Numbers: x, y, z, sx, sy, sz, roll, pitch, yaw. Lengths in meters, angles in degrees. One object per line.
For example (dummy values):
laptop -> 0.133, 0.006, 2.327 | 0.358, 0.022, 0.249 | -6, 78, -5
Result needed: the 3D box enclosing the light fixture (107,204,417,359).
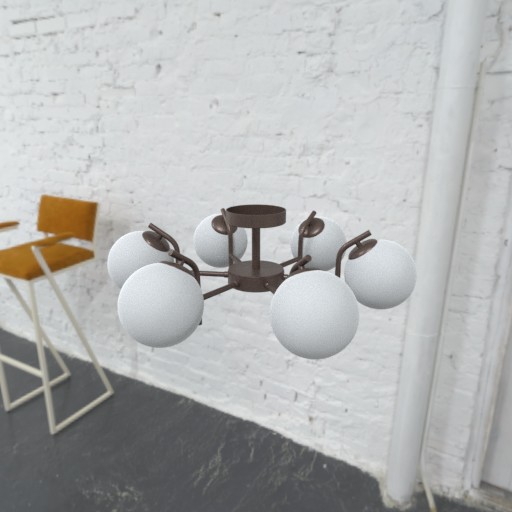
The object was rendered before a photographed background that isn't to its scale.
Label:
light fixture -> 0.000, 0.000, 0.946 | 0.662, 0.201, 0.662 | 0, 16, 0
